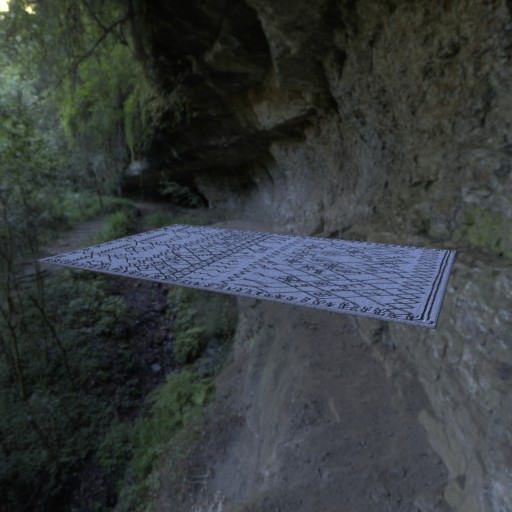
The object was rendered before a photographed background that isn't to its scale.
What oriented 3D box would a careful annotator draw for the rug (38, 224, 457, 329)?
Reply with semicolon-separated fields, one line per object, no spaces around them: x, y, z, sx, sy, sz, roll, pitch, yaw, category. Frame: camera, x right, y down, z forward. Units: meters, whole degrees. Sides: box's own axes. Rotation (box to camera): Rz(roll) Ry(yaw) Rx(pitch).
0.000;0.000;3.041;2.444;0.012;1.526;7;16;26;rug
